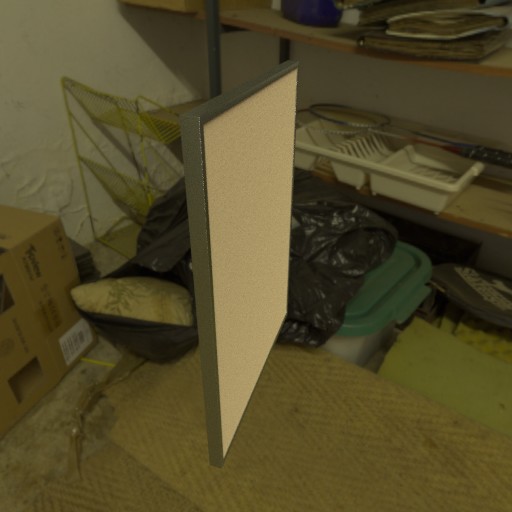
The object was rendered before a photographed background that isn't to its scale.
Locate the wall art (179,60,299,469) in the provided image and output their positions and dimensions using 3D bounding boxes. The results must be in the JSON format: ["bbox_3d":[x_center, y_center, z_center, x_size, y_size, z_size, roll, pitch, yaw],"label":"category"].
[{"bbox_3d":[0.000,0.000,1.424,0.041,1.062,0.803,10,32,15],"label":"wall art"}]
